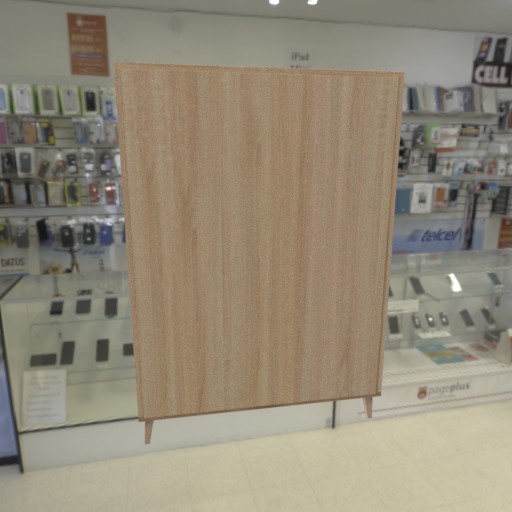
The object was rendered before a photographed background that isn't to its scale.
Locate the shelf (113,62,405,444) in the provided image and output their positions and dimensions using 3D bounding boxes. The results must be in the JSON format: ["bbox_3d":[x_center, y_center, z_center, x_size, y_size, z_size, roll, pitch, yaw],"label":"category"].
[{"bbox_3d":[0.000,0.000,1.855,0.995,1.405,0.434,-3,14,-10],"label":"shelf"}]
